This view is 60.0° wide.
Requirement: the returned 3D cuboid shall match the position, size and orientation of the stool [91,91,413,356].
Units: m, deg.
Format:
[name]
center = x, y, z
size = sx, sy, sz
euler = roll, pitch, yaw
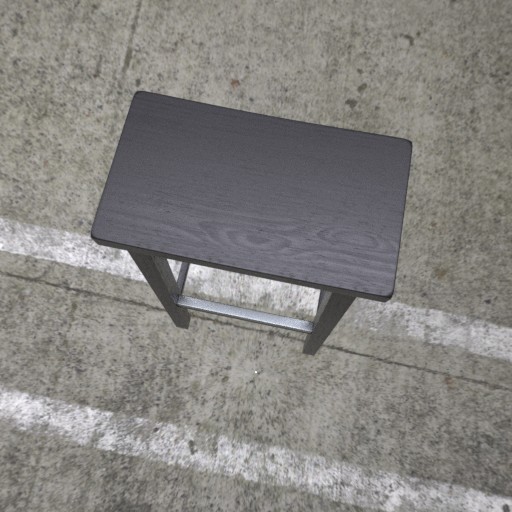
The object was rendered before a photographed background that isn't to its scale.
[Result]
[stool]
center = 0.000, 0.000, 0.962
size = 0.406, 0.742, 0.322
euler = 11, 76, 3
